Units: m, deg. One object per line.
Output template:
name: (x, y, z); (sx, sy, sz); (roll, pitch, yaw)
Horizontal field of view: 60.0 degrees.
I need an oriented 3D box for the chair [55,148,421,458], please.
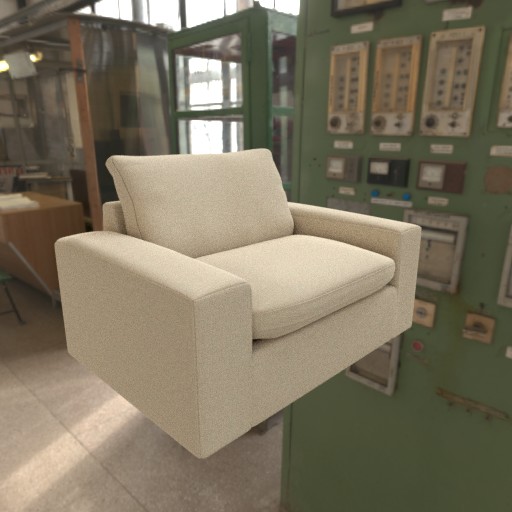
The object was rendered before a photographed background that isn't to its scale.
chair: (0.000, 0.000, 2.029); (1.398, 0.915, 1.039); (-15, 22, -43)
